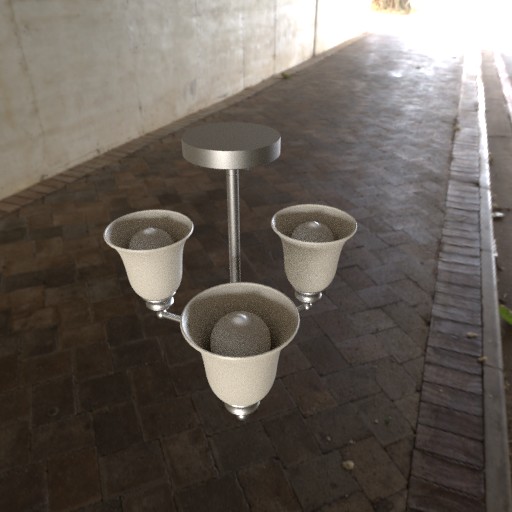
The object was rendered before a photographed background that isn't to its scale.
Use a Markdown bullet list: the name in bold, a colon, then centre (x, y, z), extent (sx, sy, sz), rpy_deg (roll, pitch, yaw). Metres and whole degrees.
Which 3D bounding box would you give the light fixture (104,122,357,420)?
- **light fixture**: centre (0.000, 0.000, 0.653), extent (0.354, 0.370, 0.388), rpy_deg (-20, 37, -29)
